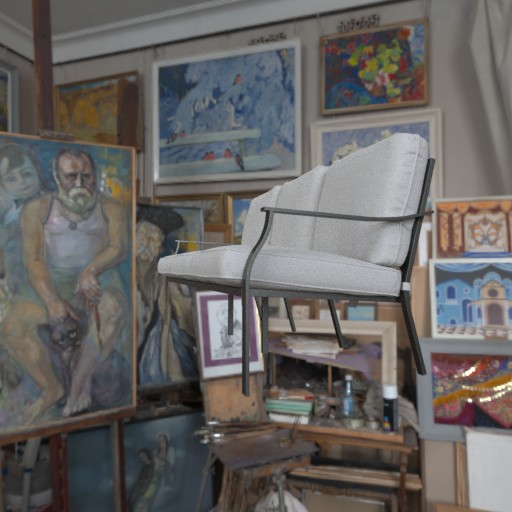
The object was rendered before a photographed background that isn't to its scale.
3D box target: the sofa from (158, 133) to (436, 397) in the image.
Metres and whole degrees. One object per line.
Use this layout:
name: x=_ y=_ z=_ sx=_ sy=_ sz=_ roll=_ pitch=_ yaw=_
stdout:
sofa: x=0.000 y=0.000 z=2.217 sx=0.787 sy=0.860 sz=1.740 roll=1 pitch=-2 yaw=-19
